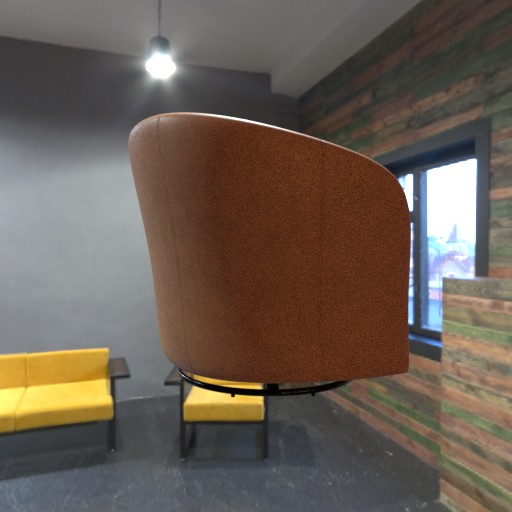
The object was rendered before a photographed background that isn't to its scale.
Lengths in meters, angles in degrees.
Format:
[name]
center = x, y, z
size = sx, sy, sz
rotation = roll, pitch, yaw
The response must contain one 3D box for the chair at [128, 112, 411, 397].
[chair]
center = 0.000, 0.000, 1.474
size = 0.815, 0.771, 0.791
rotation = 0, 0, -17
